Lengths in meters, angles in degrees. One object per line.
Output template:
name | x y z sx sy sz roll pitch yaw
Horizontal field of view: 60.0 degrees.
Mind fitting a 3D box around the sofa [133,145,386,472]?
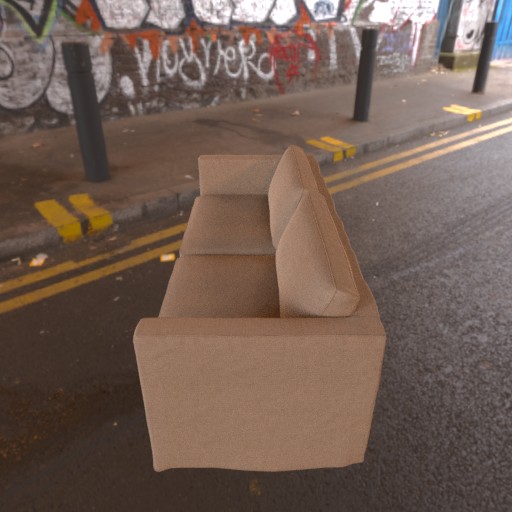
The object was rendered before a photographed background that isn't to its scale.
sofa | 0.000 0.000 2.698 0.956 0.847 2.296 0 29 0
